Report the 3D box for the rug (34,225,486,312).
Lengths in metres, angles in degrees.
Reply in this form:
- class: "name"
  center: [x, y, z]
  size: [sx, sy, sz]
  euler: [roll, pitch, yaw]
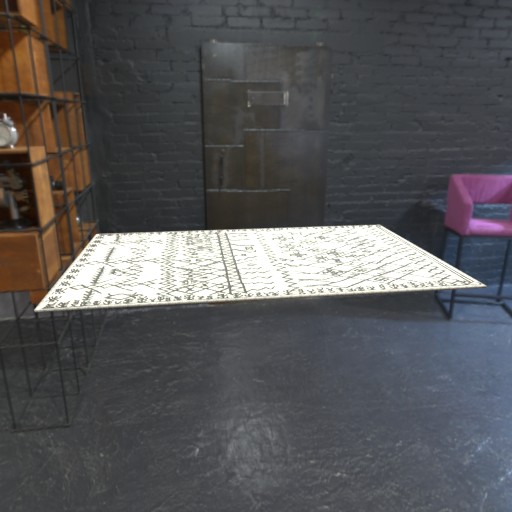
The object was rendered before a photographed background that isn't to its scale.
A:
- class: "rug"
  center: [0.000, 0.000, 3.085]
  size: [2.444, 0.012, 1.526]
  euler: [-2, 18, -7]
